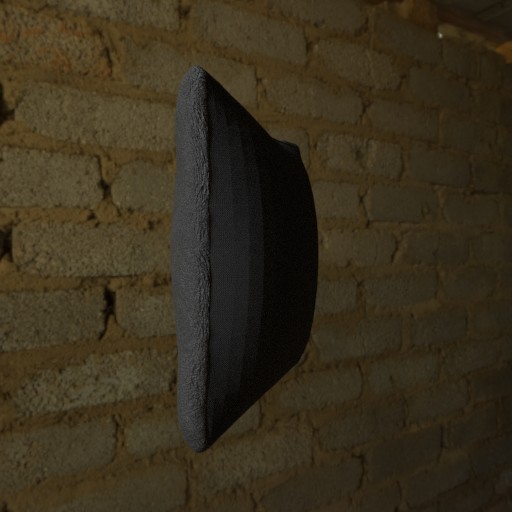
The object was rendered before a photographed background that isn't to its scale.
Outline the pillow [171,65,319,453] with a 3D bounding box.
[{"bbox_3d":[0.000,0.000,0.816,0.210,0.523,0.533,0,1,19],"label":"pillow"}]
